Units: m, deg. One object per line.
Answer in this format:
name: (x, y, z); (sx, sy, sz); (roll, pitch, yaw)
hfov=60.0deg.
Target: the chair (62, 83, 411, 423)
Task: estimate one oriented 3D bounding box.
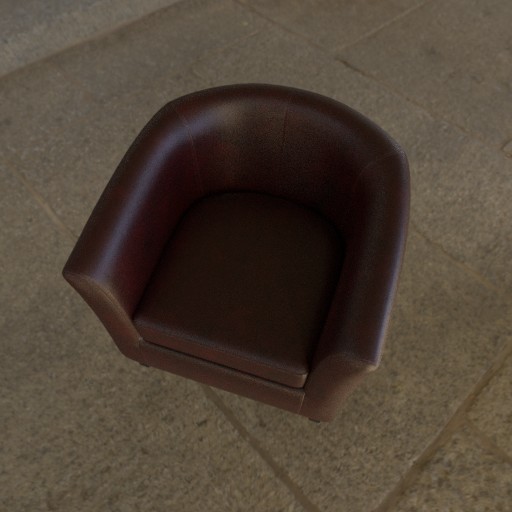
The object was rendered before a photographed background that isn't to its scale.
chair: (0.000, 0.000, 1.391); (0.792, 0.756, 0.727); (15, 57, 10)
